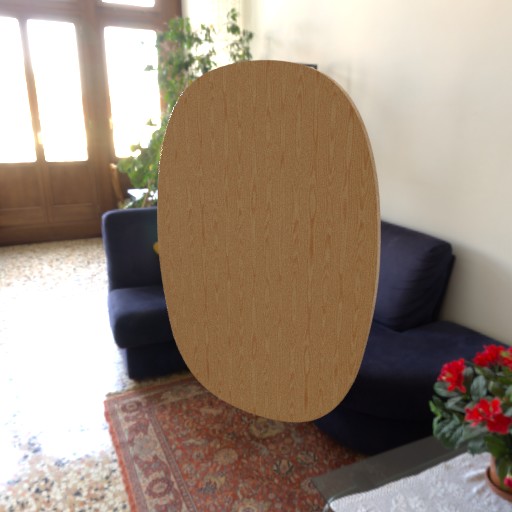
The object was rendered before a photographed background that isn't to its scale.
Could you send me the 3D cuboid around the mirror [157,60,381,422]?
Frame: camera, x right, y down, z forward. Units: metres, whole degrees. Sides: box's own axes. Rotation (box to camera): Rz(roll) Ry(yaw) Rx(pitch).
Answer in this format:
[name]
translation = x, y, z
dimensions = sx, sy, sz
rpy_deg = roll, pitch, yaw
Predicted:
[mirror]
translation = 0.000, 0.000, 1.324
dimensions = 0.724, 1.075, 0.037
rpy_deg = 9, 18, 28
